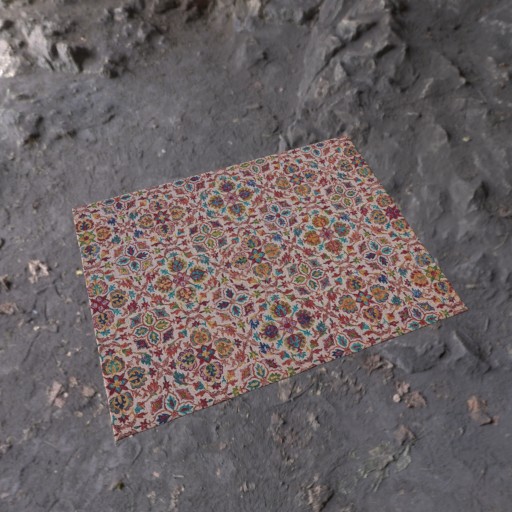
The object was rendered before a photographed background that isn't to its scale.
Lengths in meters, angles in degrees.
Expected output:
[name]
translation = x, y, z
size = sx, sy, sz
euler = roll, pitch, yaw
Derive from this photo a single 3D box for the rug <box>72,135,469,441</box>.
[rug]
translation = 0.000, 0.000, 4.333
size = 3.215, 0.020, 2.446
euler = -17, 59, -11
